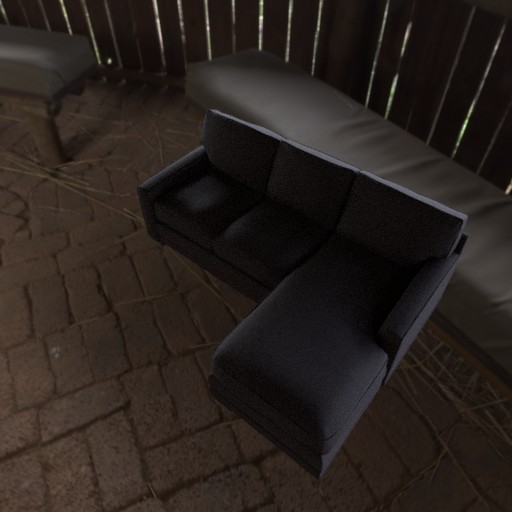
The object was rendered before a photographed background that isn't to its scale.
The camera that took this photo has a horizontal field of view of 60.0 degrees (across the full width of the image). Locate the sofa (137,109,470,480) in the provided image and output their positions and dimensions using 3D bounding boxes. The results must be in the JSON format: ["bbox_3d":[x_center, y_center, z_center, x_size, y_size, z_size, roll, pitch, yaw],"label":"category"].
[{"bbox_3d":[0.000,0.000,3.249,2.370,0.973,1.790,30,53,26],"label":"sofa"}]
